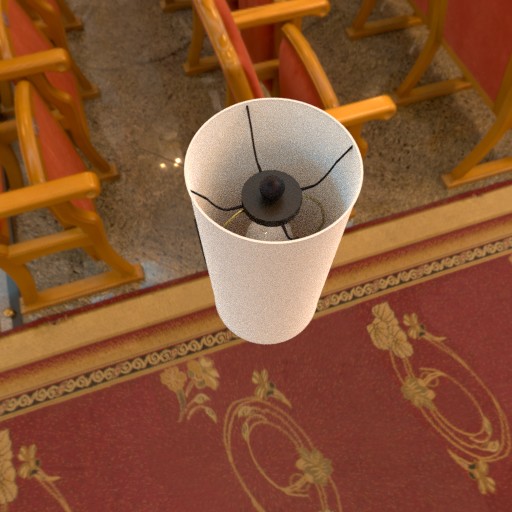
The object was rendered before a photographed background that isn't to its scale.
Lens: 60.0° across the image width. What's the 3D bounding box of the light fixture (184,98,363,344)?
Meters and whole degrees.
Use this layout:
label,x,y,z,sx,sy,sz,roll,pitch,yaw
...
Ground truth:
label,x,y,z,sx,sy,sz,roll,pitch,yaw
light fixture,0.000,0.000,0.542,0.128,0.462,0.208,-17,66,-8
